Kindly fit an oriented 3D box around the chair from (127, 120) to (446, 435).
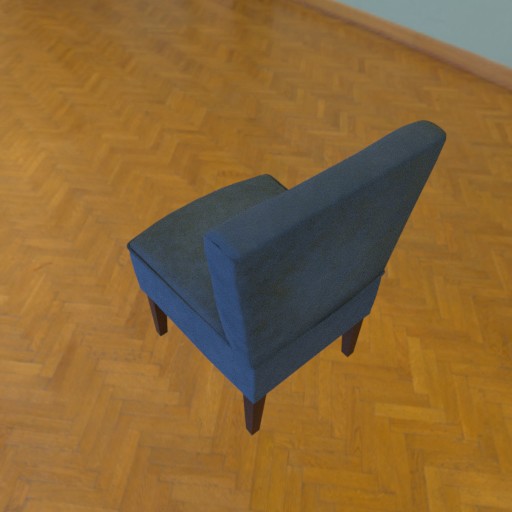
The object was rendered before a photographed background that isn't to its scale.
[{"bbox_3d":[0.000,0.000,1.156,0.521,0.806,0.551,-31,54,-25],"label":"chair"}]
